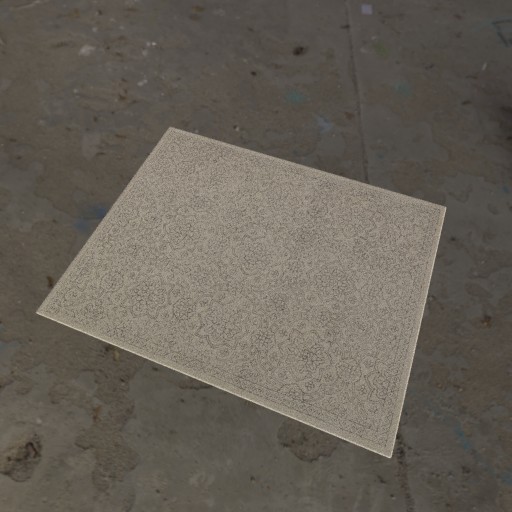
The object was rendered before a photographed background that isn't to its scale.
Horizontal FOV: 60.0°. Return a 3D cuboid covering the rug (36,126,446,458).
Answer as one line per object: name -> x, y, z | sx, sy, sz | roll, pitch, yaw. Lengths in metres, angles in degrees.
rug -> 0.000, 0.000, 4.056 | 3.050, 0.015, 2.441 | 19, 60, 11
